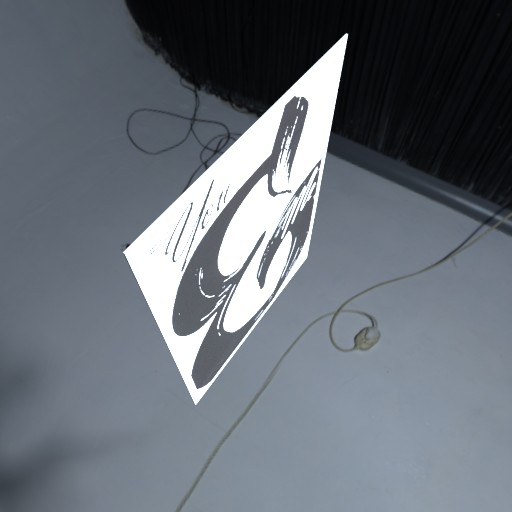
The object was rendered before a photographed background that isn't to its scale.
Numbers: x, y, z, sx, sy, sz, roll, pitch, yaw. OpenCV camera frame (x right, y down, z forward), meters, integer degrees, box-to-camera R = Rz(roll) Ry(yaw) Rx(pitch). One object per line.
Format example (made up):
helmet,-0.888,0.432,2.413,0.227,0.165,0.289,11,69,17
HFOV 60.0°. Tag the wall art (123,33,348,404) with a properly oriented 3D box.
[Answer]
wall art,0.000,0.000,0.798,0.003,0.609,0.457,31,63,18
